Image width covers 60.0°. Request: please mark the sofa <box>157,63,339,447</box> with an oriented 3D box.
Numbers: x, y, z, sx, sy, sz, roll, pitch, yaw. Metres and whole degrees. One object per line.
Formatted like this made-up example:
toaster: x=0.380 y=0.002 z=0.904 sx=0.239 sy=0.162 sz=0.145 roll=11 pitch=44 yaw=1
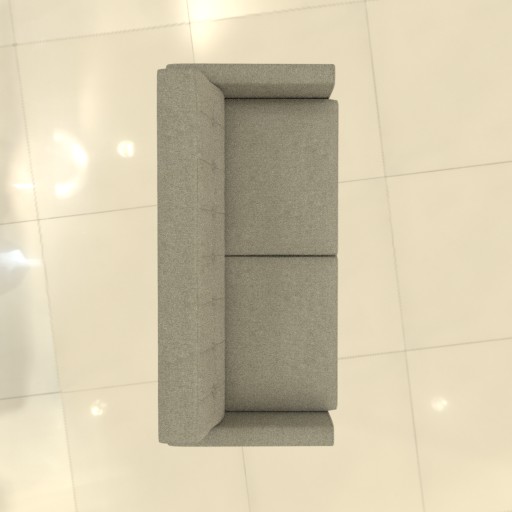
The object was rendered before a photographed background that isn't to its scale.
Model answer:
sofa: x=0.000 y=0.000 z=2.531 sx=0.968 sy=0.873 sz=2.055 roll=0 pitch=91 yaw=0
